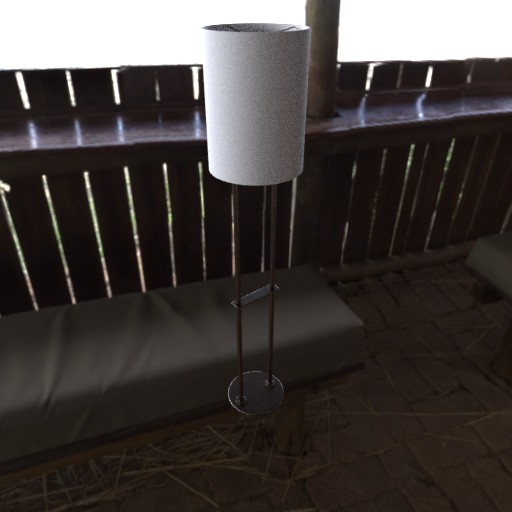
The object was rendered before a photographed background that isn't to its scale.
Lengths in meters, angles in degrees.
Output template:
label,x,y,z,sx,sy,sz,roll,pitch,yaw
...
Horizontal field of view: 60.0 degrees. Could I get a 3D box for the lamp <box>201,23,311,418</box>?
label,x,y,z,sx,sy,sz,roll,pitch,yaw
lamp,0.000,0.000,1.630,0.306,1.500,0.305,-22,38,-31
